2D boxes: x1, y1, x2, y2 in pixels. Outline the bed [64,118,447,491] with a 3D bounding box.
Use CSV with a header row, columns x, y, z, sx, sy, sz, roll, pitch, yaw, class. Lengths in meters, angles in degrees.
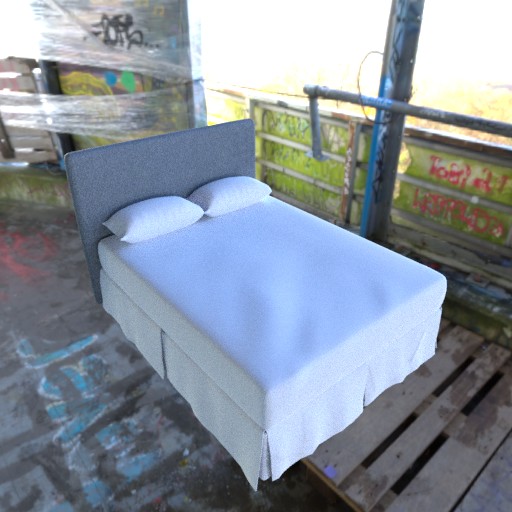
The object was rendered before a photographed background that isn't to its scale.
x,y,z,sx,sy,sz,roll,pitch,yaw,class
0.000,0.000,3.123,1.723,1.330,2.142,-23,37,-33,bed
